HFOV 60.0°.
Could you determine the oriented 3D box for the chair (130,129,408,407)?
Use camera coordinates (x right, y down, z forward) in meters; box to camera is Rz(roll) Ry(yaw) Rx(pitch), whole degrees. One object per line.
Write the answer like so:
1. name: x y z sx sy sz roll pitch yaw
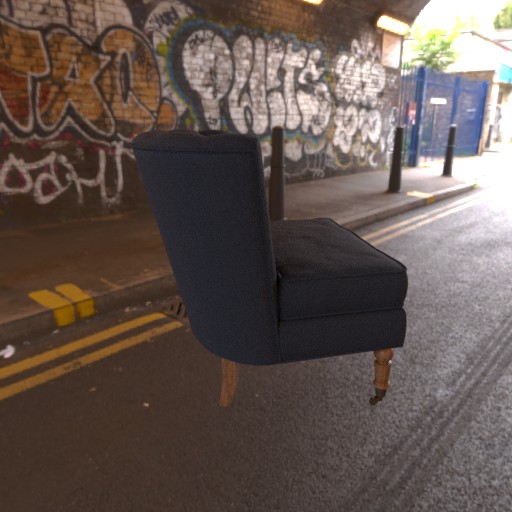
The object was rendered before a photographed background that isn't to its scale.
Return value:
1. chair: 0.000 0.000 1.409 0.718 0.771 0.740 -3 17 -9
